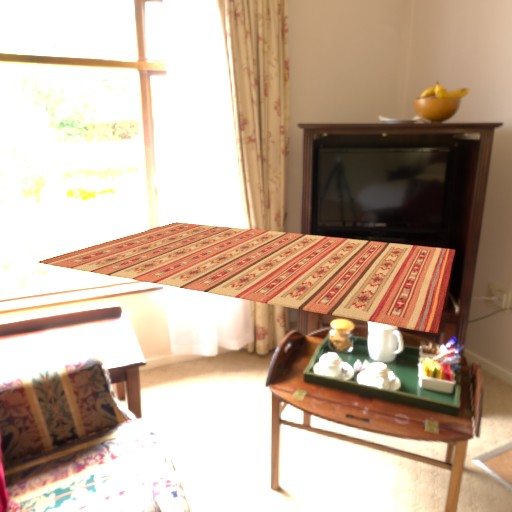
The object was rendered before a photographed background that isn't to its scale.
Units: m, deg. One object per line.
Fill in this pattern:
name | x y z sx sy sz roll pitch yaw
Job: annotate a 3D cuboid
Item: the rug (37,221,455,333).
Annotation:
rug | 0.000 0.000 3.027 2.431 0.010 1.535 7 17 25
